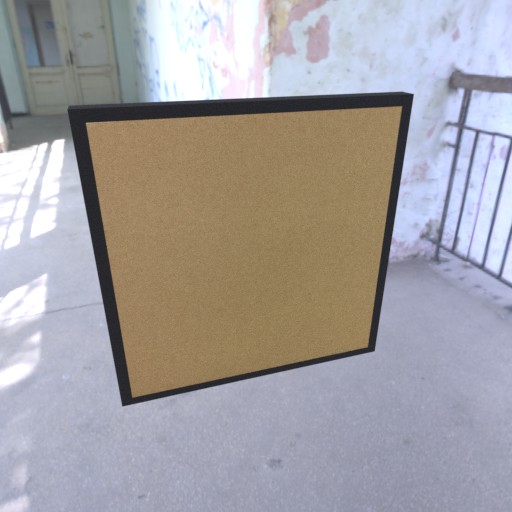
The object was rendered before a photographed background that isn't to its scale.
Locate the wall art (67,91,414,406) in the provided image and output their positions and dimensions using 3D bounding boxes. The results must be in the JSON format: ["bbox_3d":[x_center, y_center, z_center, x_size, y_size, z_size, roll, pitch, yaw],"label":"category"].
[{"bbox_3d":[0.000,0.000,0.754,0.508,0.507,0.033,-8,28,-16],"label":"wall art"}]
